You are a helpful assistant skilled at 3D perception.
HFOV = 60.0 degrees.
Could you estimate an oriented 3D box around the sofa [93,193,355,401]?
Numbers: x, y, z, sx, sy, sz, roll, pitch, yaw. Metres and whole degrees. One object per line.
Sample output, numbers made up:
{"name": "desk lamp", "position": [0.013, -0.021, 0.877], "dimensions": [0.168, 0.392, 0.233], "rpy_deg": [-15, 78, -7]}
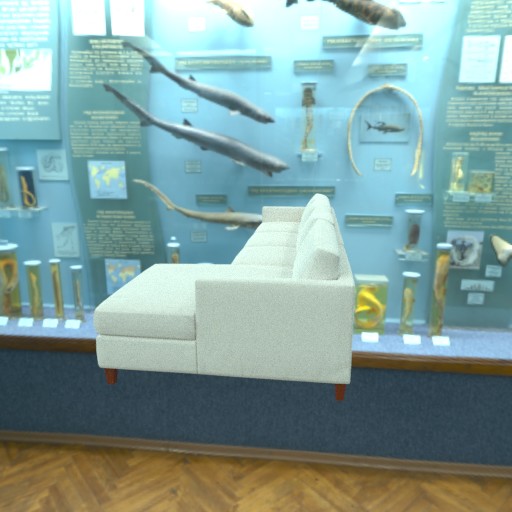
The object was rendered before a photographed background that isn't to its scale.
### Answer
{"name": "sofa", "position": [0.000, 0.000, 4.292], "dimensions": [1.606, 0.954, 3.471], "rpy_deg": [2, 14, 7]}
